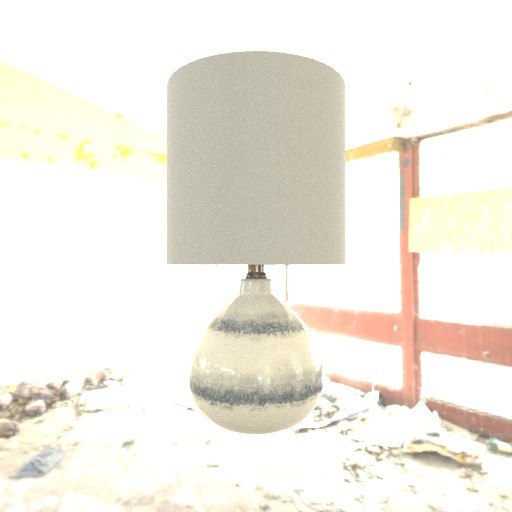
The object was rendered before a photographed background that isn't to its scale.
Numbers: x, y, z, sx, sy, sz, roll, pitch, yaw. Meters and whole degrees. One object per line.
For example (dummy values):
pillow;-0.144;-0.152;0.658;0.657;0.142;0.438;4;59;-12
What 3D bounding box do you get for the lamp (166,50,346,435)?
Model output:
lamp;0.000;0.000;0.544;0.216;0.404;0.216;0;-1;-18
